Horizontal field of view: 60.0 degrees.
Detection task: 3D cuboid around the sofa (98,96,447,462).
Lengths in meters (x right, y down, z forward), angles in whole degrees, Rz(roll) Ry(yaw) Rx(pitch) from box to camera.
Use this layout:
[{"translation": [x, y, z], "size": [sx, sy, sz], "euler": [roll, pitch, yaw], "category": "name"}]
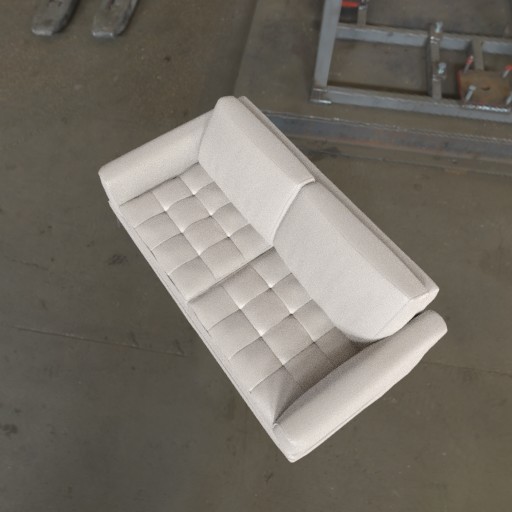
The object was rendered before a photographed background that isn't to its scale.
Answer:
[{"translation": [0.000, 0.000, 2.782], "size": [1.121, 0.930, 2.177], "euler": [-33, 67, -16], "category": "sofa"}]
